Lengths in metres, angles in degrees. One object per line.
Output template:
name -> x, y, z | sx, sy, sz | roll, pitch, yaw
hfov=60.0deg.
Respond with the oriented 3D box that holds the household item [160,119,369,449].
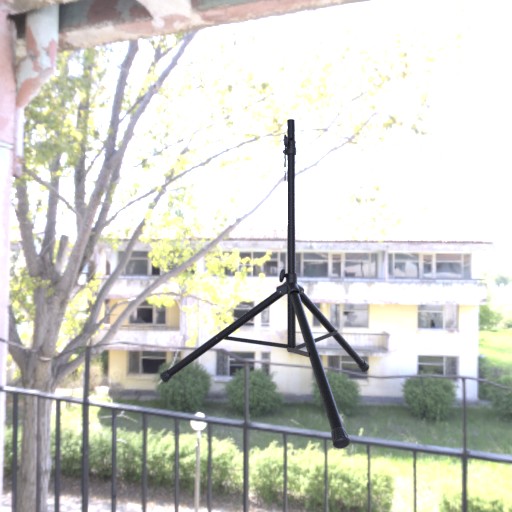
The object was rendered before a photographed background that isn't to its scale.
household item -> 0.000, 0.000, 1.888 | 0.907, 1.136, 1.045 | -1, -2, 19
